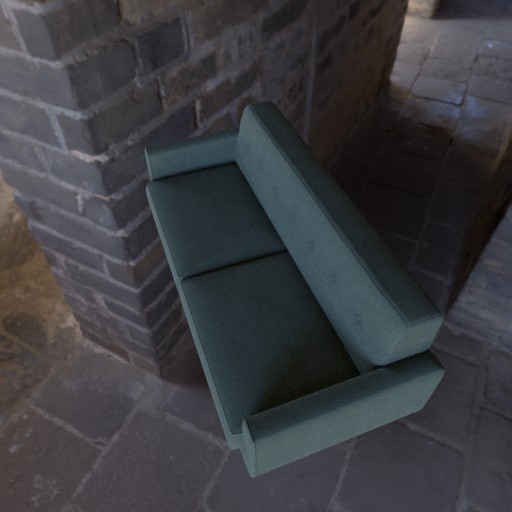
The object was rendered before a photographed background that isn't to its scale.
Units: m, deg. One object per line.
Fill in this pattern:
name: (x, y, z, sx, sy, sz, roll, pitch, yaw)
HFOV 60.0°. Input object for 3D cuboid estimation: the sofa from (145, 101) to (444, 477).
sofa: (0.000, 0.000, 2.454, 0.909, 0.841, 2.029, -16, 49, -14)
